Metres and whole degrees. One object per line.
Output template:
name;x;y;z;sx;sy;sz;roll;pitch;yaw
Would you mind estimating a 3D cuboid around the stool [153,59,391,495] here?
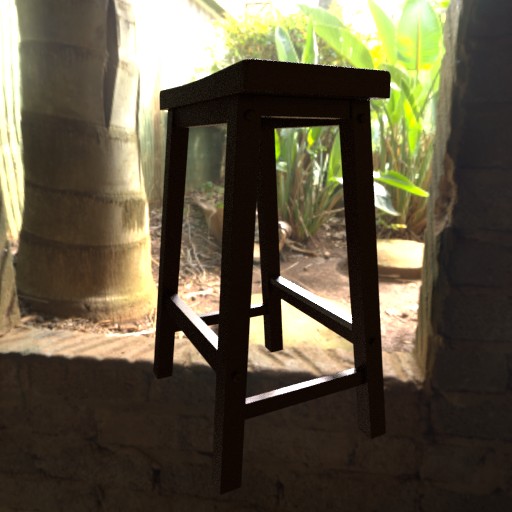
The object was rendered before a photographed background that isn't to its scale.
stool;0.000;0.000;0.830;0.322;0.610;0.406;-7;16;-26
